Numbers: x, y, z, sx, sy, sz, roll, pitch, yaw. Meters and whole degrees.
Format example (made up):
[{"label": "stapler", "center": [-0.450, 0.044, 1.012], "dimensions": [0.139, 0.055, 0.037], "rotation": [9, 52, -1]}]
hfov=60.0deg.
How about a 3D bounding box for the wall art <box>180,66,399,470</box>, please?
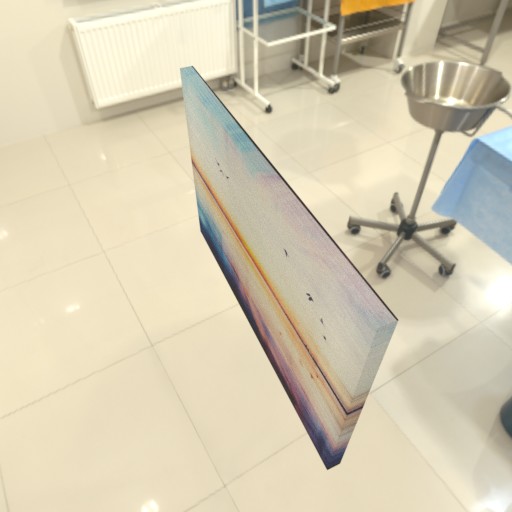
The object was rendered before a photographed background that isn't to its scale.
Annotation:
[{"label": "wall art", "center": [0.000, 0.000, 1.132], "dimensions": [0.037, 0.605, 0.911], "rotation": [-18, 50, -16]}]
